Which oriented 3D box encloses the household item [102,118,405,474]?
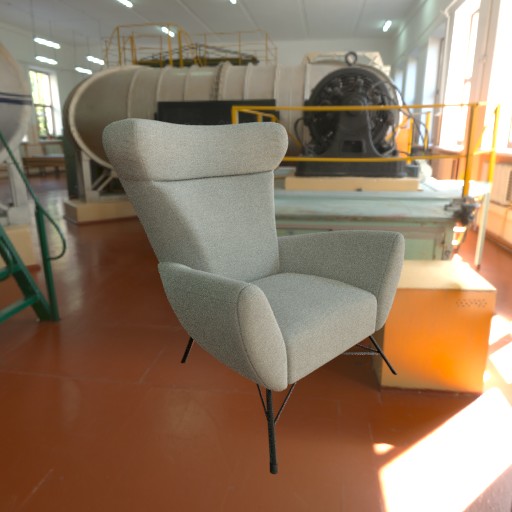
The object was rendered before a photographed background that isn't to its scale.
[{"bbox_3d":[0.000,0.000,1.777,0.900,1.050,0.980,14,21,41],"label":"household item"}]
